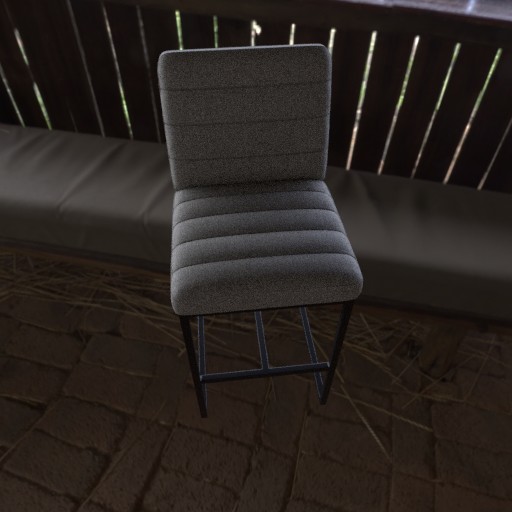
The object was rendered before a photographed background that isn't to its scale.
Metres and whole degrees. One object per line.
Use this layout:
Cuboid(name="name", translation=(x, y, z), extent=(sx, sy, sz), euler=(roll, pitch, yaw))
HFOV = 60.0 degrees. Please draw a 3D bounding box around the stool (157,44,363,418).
Cuboid(name="stool", translation=(0.000, 0.000, 1.341), extent=(0.459, 1.034, 0.571), euler=(-5, 47, -4))
